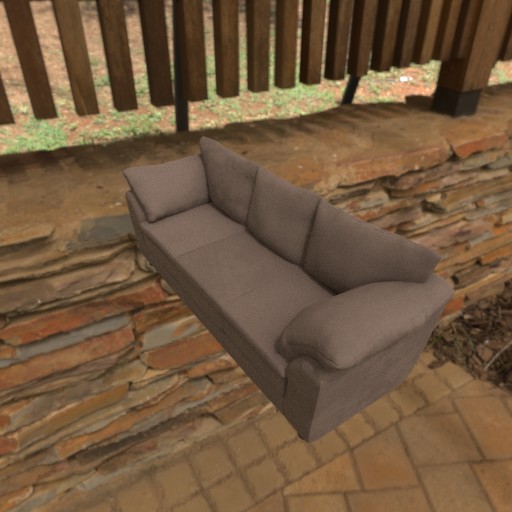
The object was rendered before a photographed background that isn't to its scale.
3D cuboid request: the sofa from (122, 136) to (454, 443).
[{"bbox_3d":[0.000,0.000,2.872,0.893,0.981,2.377,-21,39,-28],"label":"sofa"}]
